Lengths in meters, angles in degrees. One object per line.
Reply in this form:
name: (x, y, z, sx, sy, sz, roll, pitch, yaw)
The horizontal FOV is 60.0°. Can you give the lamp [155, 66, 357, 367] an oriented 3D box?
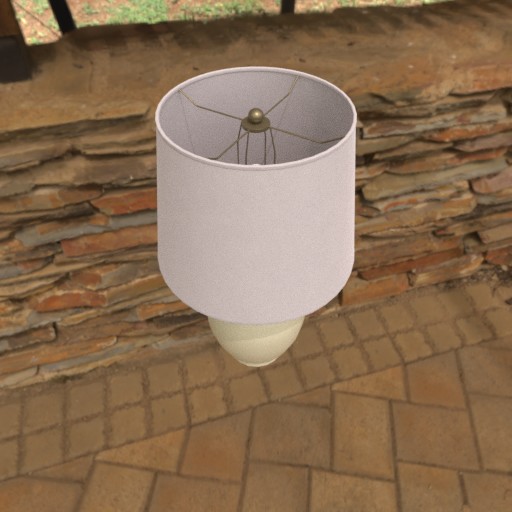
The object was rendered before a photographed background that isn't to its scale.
lamp: (0.000, 0.000, 0.561, 0.239, 0.399, 0.239, 0, 46, 0)
